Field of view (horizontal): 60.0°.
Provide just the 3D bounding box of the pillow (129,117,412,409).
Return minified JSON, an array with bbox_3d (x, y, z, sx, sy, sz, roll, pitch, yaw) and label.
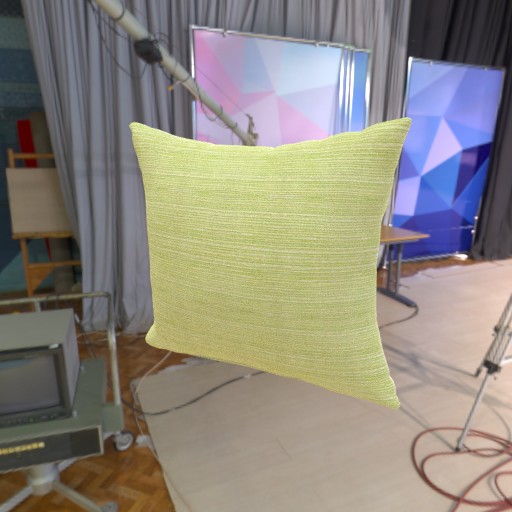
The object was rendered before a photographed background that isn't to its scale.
[{"bbox_3d":[0.000,0.000,0.825,0.560,0.487,0.229,8,18,25],"label":"pillow"}]
